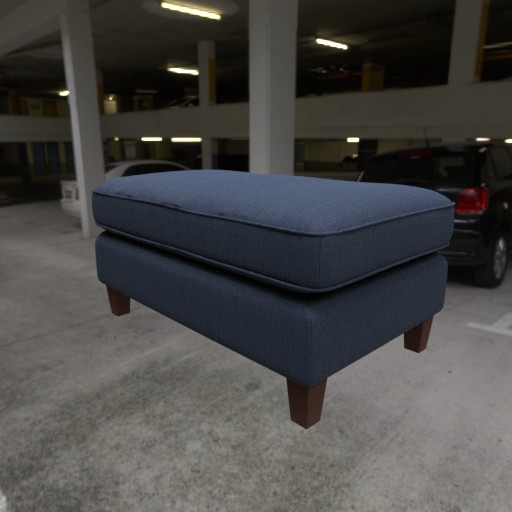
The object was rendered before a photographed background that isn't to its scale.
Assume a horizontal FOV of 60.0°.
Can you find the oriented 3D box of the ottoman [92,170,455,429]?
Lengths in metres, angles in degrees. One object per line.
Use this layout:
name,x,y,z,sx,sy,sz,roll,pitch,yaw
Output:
ottoman,0.000,0.000,1.232,0.570,0.438,0.885,-14,20,-42
